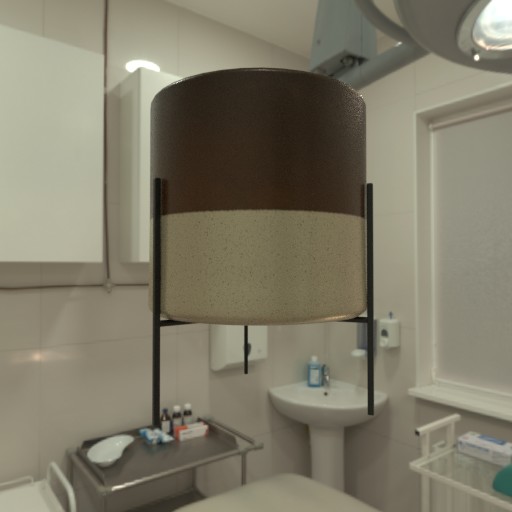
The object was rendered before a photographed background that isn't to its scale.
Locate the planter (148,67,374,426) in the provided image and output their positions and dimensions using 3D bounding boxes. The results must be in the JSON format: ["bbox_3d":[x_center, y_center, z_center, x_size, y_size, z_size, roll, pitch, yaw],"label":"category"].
[{"bbox_3d":[0.000,0.000,0.715,0.354,0.465,0.345,1,-1,-38],"label":"planter"}]
